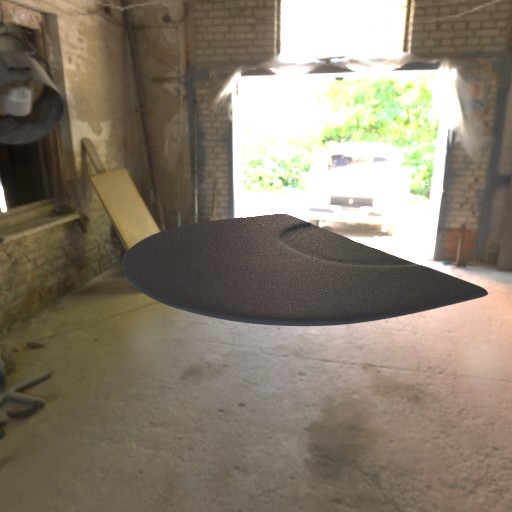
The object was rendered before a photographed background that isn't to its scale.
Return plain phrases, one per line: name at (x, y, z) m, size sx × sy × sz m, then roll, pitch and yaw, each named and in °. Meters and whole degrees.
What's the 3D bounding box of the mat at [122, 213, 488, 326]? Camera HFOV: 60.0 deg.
mat at (0.000, 0.000, 1.593) m, size 0.917 × 0.016 × 1.220 m, roll -8°, pitch 19°, yaw -25°
